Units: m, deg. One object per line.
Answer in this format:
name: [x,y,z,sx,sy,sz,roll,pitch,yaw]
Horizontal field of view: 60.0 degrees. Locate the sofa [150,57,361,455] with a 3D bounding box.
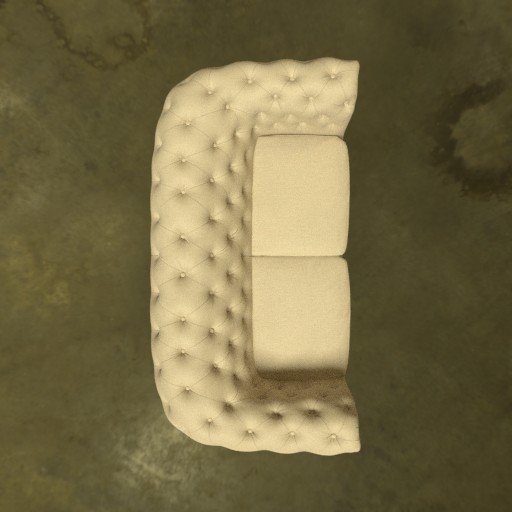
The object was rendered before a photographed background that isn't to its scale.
sofa: [0.000,0.000,2.521,1.069,0.835,1.988,0,89,1]
